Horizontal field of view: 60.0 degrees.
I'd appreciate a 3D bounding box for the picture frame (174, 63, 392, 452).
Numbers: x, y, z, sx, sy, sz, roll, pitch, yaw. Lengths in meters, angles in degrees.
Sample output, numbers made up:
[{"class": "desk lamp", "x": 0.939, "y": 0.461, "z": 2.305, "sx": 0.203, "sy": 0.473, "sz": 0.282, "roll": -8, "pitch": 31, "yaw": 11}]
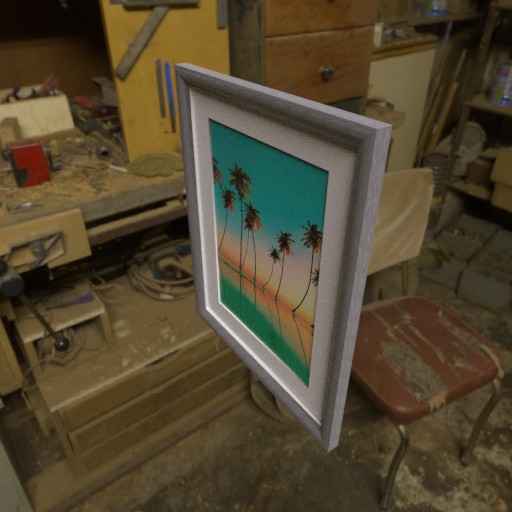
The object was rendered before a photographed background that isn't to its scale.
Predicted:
[{"class": "picture frame", "x": 0.000, "y": 0.000, "z": 0.769, "sx": 0.029, "sy": 0.559, "sz": 0.454, "roll": -22, "pitch": 39, "yaw": -29}]
